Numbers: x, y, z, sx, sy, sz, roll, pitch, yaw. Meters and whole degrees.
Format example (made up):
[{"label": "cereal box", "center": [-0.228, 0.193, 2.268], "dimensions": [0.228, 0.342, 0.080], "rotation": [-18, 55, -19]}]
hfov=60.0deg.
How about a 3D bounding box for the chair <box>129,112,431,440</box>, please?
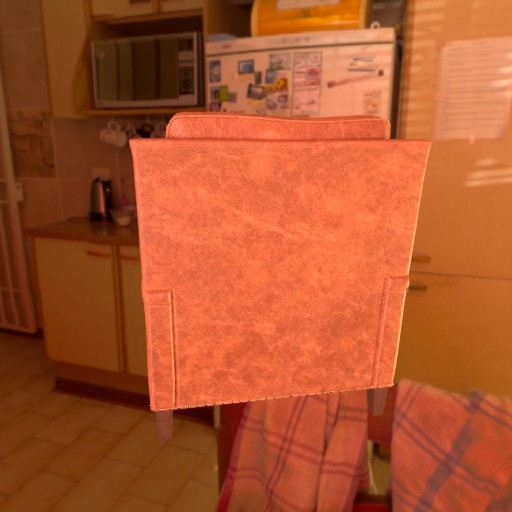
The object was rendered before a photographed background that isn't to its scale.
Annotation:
[{"label": "chair", "center": [0.000, 0.000, 1.795], "dimensions": [0.854, 1.054, 1.035], "rotation": [-3, 14, -10]}]
